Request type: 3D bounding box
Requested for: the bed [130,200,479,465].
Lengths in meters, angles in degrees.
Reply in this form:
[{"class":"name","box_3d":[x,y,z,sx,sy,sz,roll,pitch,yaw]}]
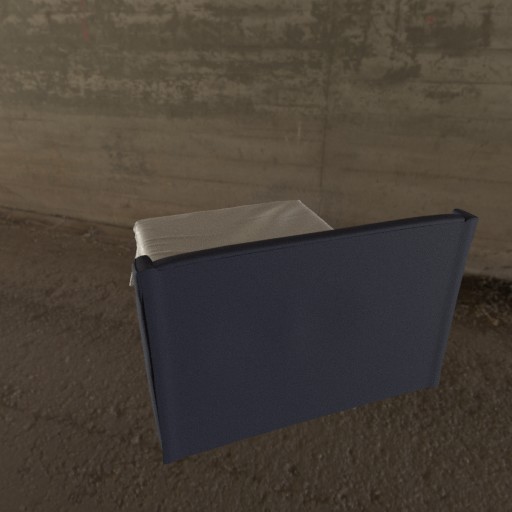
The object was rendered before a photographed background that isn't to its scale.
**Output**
[{"class":"bed","box_3d":[0.000,0.000,3.460,1.925,1.332,2.276,-9,29,-17]}]
